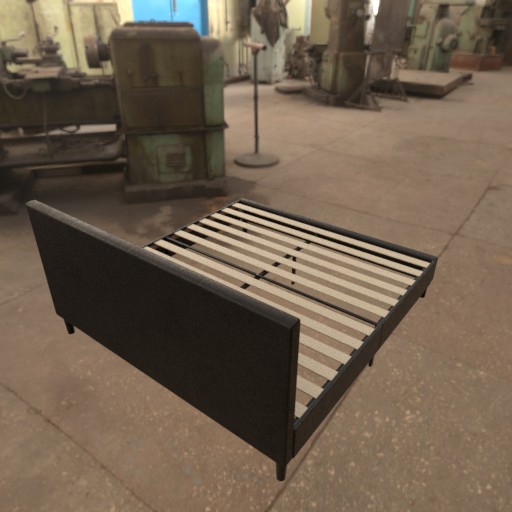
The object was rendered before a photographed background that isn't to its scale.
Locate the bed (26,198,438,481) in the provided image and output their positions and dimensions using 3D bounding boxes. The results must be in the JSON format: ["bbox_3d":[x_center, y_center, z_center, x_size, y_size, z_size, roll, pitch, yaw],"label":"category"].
[{"bbox_3d":[0.000,0.000,3.253,2.018,1.046,2.152,21,36,32],"label":"bed"}]
